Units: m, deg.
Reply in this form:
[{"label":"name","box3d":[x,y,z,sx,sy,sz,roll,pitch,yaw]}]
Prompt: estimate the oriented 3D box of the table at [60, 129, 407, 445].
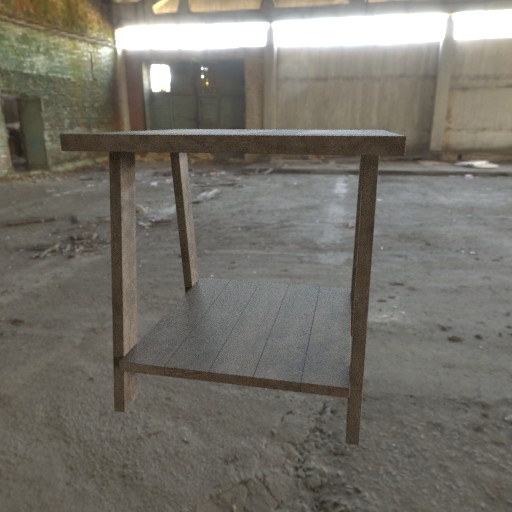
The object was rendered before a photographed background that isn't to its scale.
[{"label":"table","box3d":[0.000,0.000,1.127,0.610,0.610,0.610,3,17,11]}]
